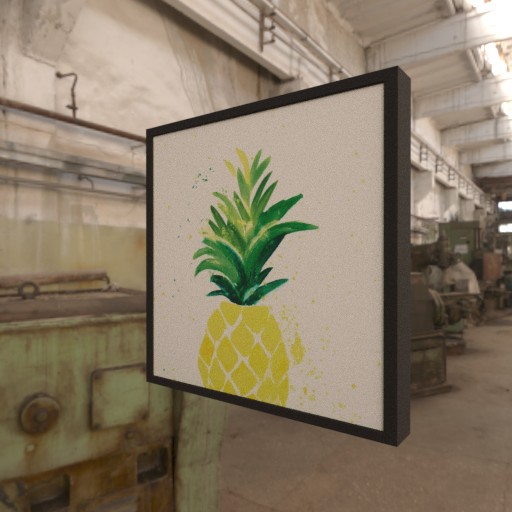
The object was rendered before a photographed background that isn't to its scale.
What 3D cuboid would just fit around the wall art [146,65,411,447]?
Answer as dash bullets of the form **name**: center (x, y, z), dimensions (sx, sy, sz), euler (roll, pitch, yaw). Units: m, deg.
- **wall art**: center (0.000, 0.000, 0.457), dimensions (0.305, 0.304, 0.033), euler (0, 0, 36)
